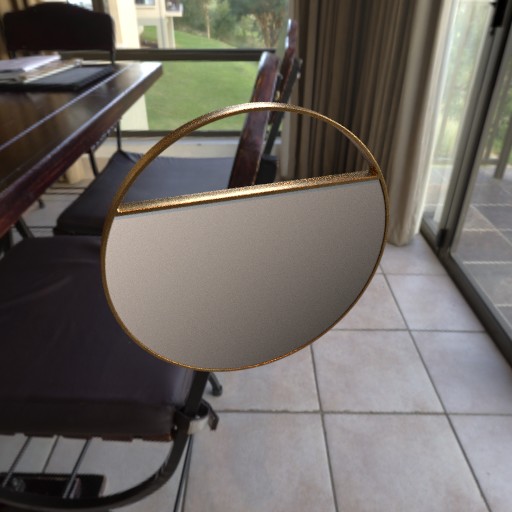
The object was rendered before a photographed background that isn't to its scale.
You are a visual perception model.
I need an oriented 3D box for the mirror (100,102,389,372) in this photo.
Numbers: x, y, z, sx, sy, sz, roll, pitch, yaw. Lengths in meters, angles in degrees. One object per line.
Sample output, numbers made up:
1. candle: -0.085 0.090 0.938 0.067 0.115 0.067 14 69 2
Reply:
1. mirror: 0.000 0.000 0.853 0.565 0.565 0.032 -10 33 -16
